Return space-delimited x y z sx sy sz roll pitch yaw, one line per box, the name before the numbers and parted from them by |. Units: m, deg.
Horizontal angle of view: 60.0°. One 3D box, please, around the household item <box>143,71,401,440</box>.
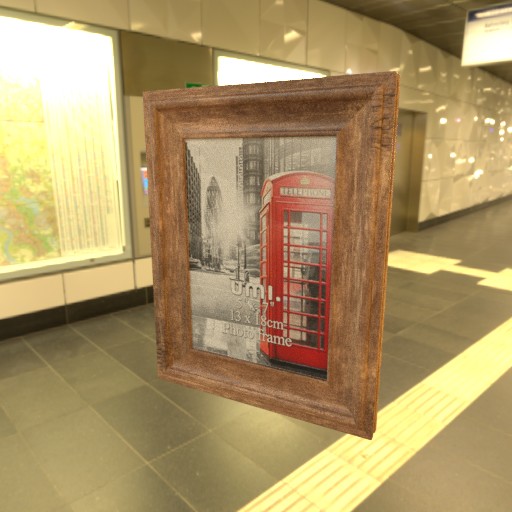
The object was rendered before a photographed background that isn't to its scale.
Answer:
household item | 0.000 0.000 0.324 0.186 0.237 0.018 7 15 27
